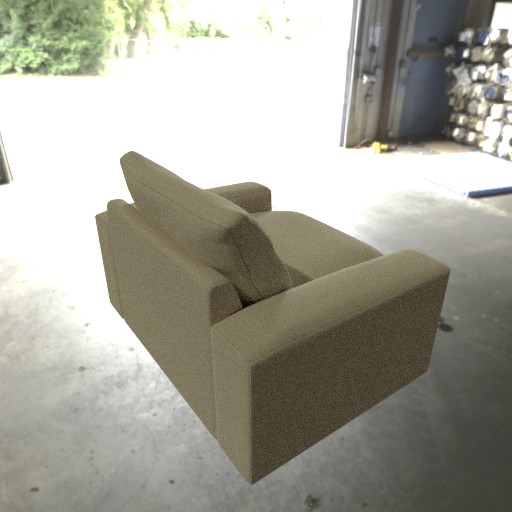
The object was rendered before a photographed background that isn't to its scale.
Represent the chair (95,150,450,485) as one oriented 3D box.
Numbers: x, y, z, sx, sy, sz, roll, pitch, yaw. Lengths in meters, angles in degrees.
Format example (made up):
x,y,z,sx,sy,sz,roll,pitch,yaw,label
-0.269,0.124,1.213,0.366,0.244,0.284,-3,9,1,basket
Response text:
x,y,z,sx,sy,sz,roll,pitch,yaw,label
0.000,0.000,2.064,1.039,0.915,1.398,-18,32,-31,chair
